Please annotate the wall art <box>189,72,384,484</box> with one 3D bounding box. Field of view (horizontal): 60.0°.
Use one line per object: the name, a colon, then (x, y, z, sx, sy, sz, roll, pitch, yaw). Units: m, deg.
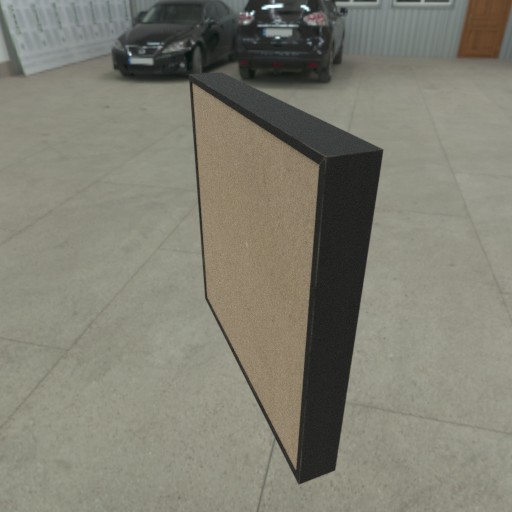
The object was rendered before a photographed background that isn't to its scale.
wall art: (0.000, 0.000, 0.450, 0.038, 0.305, 0.305, -12, 33, -18)
